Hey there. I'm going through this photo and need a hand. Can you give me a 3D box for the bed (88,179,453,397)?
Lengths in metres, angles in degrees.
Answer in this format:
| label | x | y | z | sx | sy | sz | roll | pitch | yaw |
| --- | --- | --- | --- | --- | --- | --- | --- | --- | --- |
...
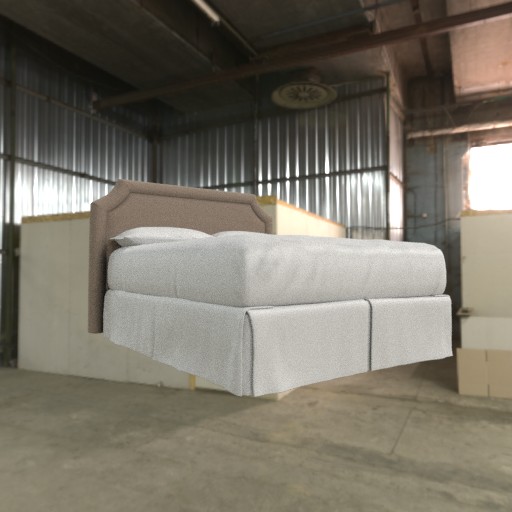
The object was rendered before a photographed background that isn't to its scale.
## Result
| label | x | y | z | sx | sy | sz | roll | pitch | yaw |
| --- | --- | --- | --- | --- | --- | --- | --- | --- | --- |
| bed | 0.000 | 0.000 | 3.244 | 1.828 | 1.303 | 2.164 | 1 | -2 | -35 |
